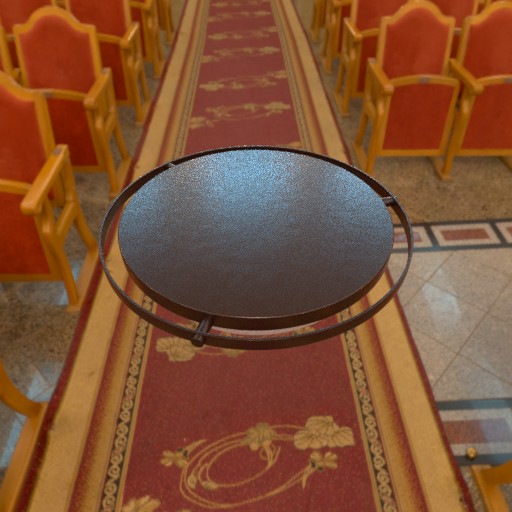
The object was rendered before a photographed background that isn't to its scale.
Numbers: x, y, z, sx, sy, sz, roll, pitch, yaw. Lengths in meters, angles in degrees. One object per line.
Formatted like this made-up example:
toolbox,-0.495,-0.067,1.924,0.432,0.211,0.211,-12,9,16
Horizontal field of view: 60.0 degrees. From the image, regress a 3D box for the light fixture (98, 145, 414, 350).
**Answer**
light fixture,0.000,0.000,0.564,0.361,0.130,0.361,0,41,0
